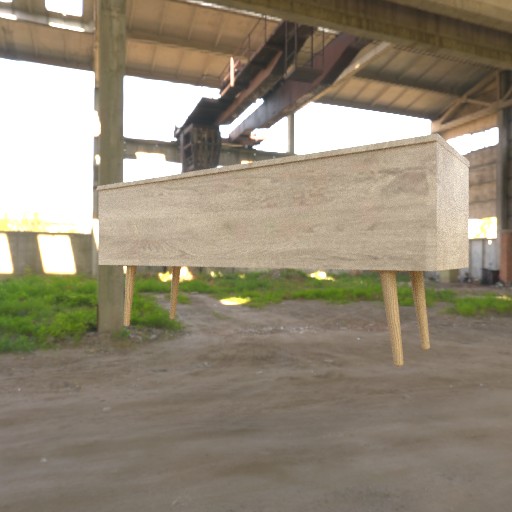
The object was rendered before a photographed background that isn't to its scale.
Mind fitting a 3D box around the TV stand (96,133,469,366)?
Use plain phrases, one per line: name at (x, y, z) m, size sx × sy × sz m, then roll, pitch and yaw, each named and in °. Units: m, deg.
TV stand at (0.000, 0.000, 1.563) m, size 1.313 × 0.565 × 0.401 m, roll 0°, pitch 0°, yaw 36°
